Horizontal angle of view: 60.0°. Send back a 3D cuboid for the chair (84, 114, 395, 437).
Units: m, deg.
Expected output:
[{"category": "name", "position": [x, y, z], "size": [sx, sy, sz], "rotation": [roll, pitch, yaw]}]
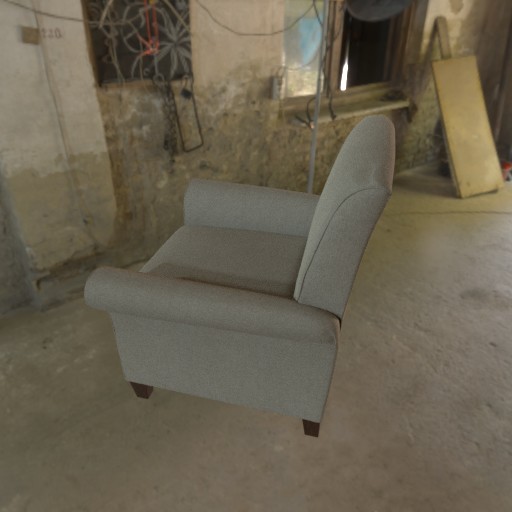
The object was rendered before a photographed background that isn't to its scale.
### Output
[{"category": "chair", "position": [0.000, 0.000, 1.741], "size": [0.905, 1.061, 0.978], "rotation": [8, 32, 13]}]
